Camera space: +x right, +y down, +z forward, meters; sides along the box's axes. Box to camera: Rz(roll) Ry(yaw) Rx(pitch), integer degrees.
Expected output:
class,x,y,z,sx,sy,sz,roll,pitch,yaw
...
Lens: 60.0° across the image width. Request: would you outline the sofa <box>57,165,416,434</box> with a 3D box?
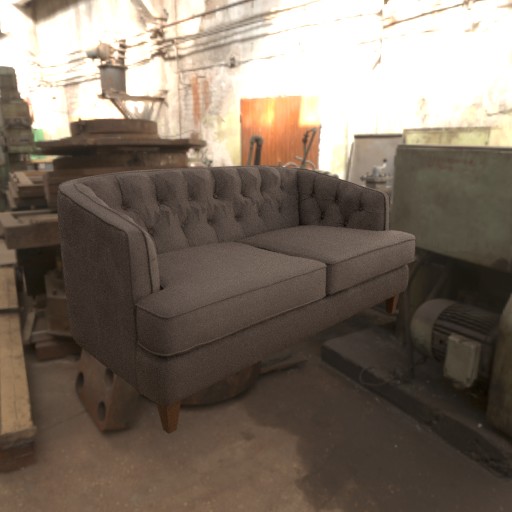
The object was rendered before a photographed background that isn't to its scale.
class,x,y,z,sx,sy,sz,roll,pitch,yaw
sofa,0.000,0.000,2.244,0.941,0.855,1.733,13,19,43
